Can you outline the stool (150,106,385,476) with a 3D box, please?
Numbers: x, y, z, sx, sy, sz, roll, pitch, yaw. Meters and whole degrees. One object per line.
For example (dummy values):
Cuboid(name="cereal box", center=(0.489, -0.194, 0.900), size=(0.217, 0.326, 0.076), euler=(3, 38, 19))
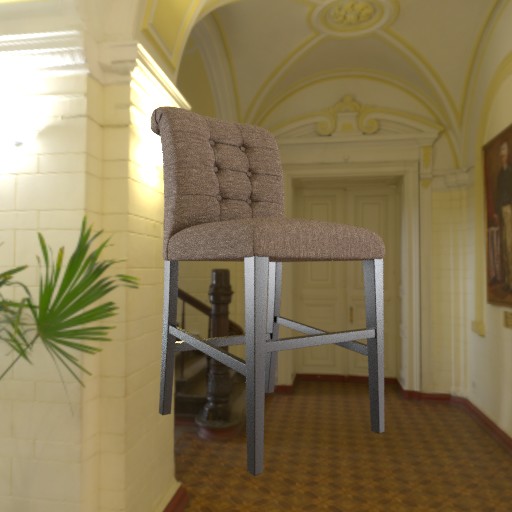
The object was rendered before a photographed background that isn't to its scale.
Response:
Cuboid(name="stool", center=(0.000, 0.000, 1.331), size=(0.457, 0.970, 0.611), euler=(1, -2, -36))
